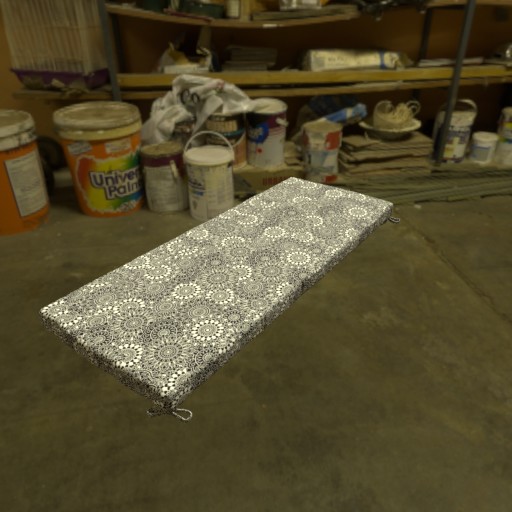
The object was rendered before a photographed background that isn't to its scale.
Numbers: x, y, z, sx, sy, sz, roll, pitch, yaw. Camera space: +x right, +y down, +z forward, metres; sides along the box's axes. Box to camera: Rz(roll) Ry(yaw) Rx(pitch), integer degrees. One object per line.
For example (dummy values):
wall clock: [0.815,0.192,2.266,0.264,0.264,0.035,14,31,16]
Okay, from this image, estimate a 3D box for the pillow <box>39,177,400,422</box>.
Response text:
pillow: [0.000,0.000,1.362,0.492,0.081,1.187,21,37,31]
